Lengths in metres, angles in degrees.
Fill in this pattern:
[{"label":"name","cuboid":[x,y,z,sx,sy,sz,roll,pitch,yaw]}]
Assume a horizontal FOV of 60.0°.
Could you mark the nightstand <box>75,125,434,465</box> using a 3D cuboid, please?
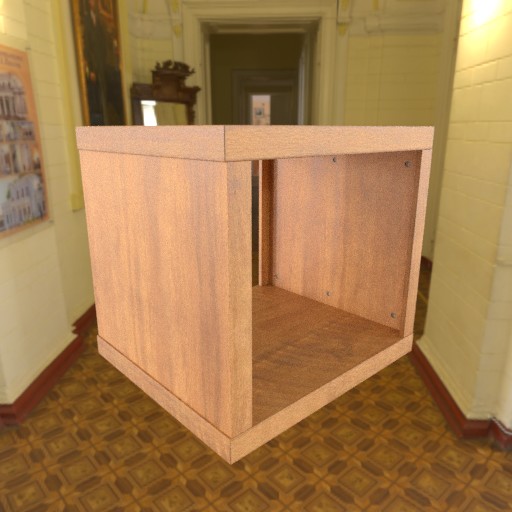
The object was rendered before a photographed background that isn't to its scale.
[{"label":"nightstand","cuboid":[0.000,0.000,0.873,0.493,0.491,0.436,-14,21,-40]}]
